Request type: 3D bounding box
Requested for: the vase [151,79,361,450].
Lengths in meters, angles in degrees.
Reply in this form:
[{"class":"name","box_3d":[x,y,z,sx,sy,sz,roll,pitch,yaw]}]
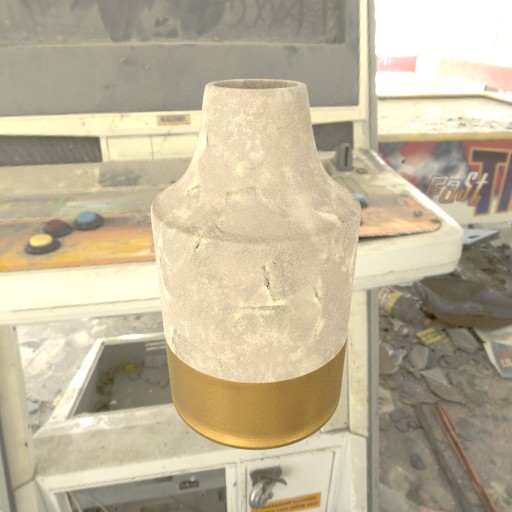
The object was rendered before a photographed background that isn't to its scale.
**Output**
[{"class":"vase","box_3d":[0.000,0.000,0.418,0.184,0.305,0.184,0,27,0]}]
